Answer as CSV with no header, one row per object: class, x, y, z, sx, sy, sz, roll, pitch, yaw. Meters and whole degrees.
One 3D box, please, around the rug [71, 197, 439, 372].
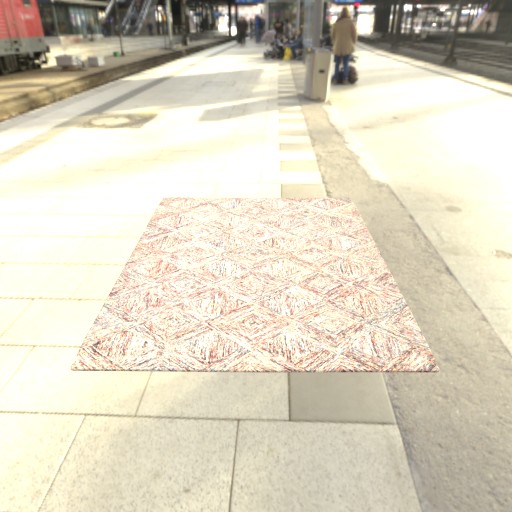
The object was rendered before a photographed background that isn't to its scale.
rug,0.000,0.000,4.292,2.436,0.024,3.226,0,28,0
